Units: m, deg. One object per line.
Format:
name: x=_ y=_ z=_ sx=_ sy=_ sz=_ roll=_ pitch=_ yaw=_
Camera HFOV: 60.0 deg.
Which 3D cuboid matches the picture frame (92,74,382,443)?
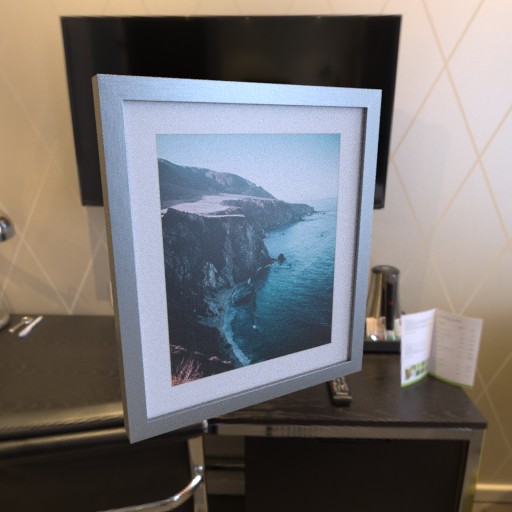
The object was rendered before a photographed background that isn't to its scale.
picture frame: x=0.000 y=0.000 z=1.335 sx=0.839 sy=0.968 sz=0.073 roll=-8 pitch=18 yaw=-27
